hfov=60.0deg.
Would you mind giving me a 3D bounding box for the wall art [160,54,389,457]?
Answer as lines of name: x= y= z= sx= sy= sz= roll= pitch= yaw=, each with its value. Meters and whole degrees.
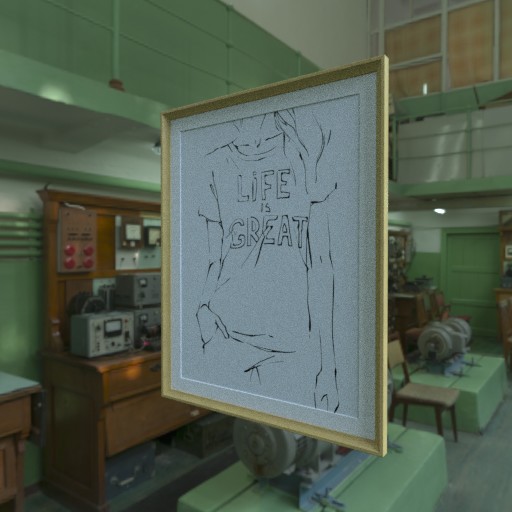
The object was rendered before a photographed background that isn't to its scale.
wall art: x=0.000 y=0.000 z=1.344 sx=0.798 sy=1.002 sz=0.030 roll=1 pitch=1 yaw=35
